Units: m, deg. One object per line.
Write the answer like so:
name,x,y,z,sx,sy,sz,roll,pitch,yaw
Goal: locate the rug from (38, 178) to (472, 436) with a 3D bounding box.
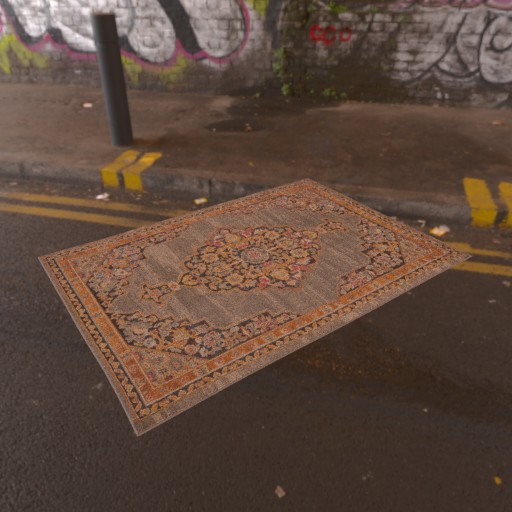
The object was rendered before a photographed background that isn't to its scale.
rug,0.000,0.000,3.610,2.901,0.026,2.043,-21,38,-29
